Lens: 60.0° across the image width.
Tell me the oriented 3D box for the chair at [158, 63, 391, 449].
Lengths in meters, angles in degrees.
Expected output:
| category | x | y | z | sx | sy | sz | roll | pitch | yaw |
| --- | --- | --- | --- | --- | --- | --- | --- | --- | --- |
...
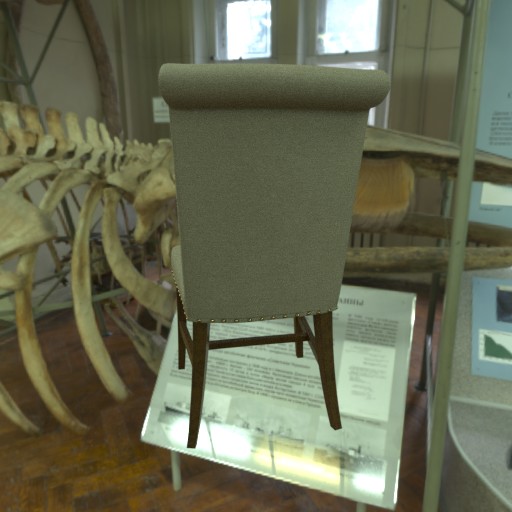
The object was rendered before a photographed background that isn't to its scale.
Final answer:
| category | x | y | z | sx | sy | sz | roll | pitch | yaw |
| --- | --- | --- | --- | --- | --- | --- | --- | --- | --- |
| chair | 0.000 | 0.000 | 1.326 | 0.513 | 0.988 | 0.608 | -3 | 15 | -11 |
